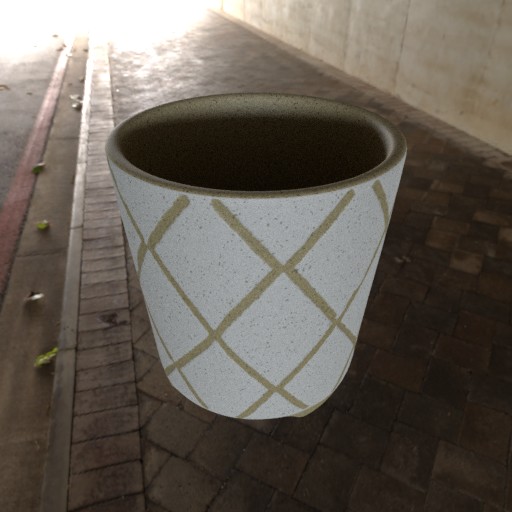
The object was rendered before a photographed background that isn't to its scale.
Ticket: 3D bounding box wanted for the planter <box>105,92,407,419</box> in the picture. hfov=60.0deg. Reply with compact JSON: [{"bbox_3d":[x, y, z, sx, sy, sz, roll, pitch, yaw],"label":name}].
[{"bbox_3d":[0.000,0.000,0.346,0.191,0.199,0.191,0,35,0],"label":"planter"}]
